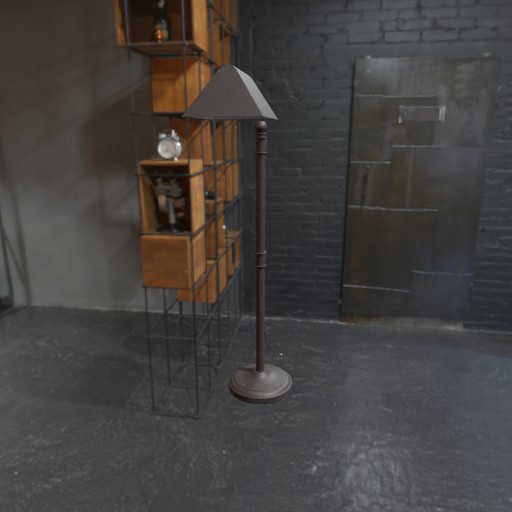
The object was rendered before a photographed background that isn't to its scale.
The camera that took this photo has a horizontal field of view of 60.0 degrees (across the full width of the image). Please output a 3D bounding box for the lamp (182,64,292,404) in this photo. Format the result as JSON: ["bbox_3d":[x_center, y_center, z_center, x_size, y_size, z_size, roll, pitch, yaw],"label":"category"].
[{"bbox_3d":[0.000,0.000,0.962,0.159,0.708,0.545,3,16,10],"label":"lamp"}]
